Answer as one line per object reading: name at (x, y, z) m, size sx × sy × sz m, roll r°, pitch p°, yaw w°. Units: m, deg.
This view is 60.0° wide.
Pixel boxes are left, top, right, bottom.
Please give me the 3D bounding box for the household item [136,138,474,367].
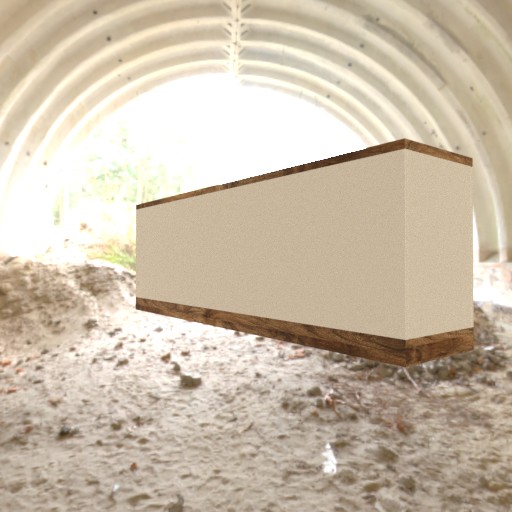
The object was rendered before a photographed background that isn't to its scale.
household item at (0.000, 0.000, 2.017) m, size 0.390 × 0.615 × 1.800 m, roll 1°, pitch -1°, yaw -38°
